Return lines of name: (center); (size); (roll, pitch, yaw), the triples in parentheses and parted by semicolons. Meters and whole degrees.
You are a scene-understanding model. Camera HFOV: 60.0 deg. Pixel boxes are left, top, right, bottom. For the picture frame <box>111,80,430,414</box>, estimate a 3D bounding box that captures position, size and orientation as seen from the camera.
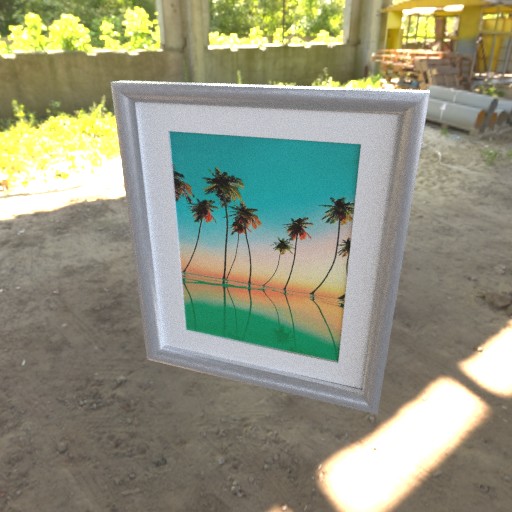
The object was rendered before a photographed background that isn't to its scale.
picture frame: (0.000, 0.000, 0.526); (0.327, 0.378, 0.027); (9, 27, 17)
